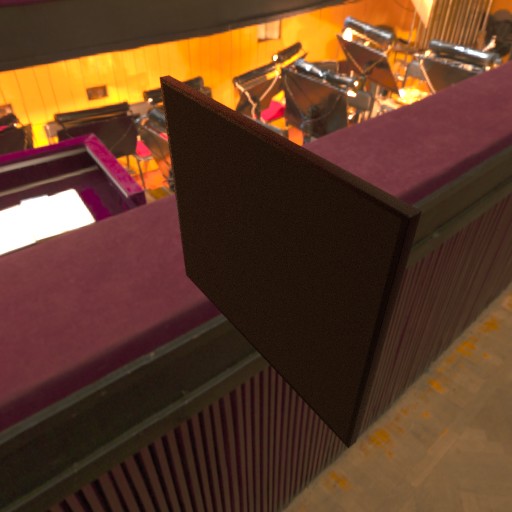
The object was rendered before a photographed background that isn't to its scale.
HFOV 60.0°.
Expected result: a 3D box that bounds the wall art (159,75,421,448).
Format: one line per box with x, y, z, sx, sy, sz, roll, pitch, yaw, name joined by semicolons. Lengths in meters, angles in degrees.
0.000;0.000;0.735;0.018;0.450;0.521;-25;46;-28;wall art
